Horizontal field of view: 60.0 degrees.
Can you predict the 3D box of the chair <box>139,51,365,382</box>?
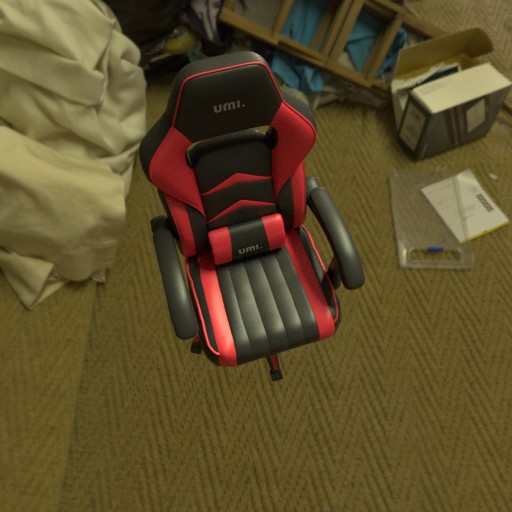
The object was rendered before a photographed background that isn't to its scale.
[{"bbox_3d":[0.000,0.000,1.613,0.700,1.220,0.700,-16,65,-8],"label":"chair"}]
